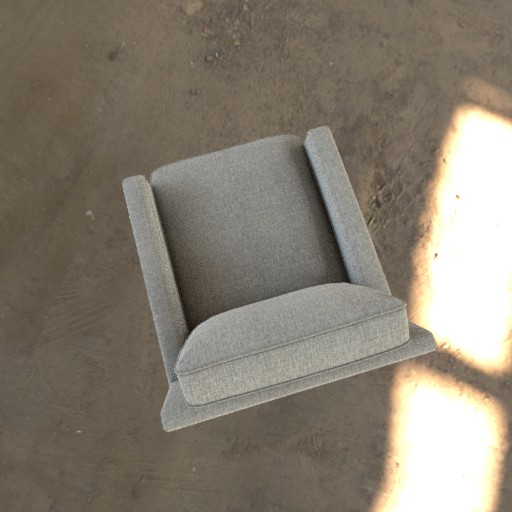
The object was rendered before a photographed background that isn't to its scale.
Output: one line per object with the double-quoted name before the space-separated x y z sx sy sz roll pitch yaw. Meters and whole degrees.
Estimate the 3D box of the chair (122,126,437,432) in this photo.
"chair" 0.000 0.000 1.730 0.853 0.943 1.014 -16 77 -4
